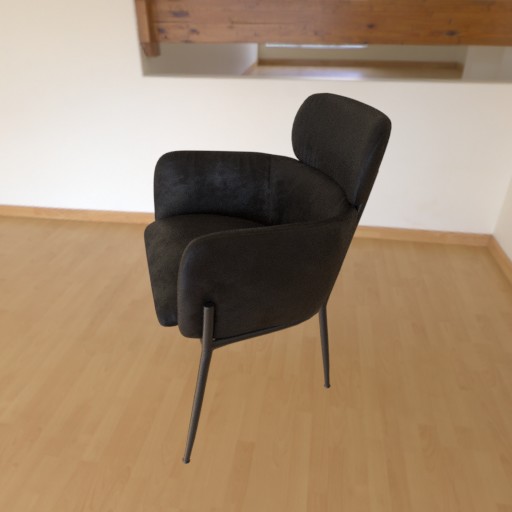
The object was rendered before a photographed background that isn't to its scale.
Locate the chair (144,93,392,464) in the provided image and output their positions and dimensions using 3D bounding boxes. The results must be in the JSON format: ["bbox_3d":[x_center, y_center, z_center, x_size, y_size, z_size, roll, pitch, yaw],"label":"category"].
[{"bbox_3d":[0.000,0.000,1.272,0.604,0.818,0.640,-8,31,-14],"label":"chair"}]
